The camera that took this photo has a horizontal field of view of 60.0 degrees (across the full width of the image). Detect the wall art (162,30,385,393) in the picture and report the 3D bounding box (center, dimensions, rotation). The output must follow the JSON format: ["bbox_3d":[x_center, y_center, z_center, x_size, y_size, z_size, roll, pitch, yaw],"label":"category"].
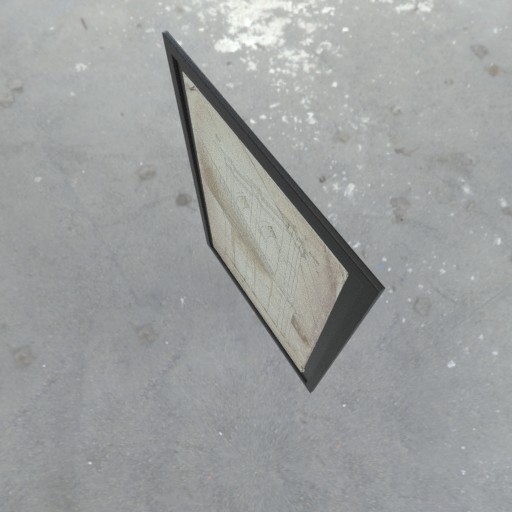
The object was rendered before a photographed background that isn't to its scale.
[{"bbox_3d":[0.000,0.000,1.247,0.013,0.967,0.707,-31,68,-14],"label":"wall art"}]
